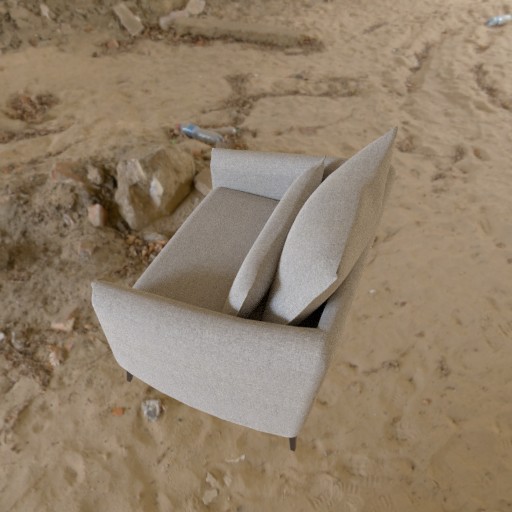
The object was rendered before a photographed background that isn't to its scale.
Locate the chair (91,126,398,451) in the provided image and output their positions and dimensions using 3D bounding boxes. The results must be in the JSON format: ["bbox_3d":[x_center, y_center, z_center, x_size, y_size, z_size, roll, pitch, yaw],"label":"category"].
[{"bbox_3d":[0.000,0.000,1.665,0.801,0.856,1.029,17,48,16],"label":"chair"}]
